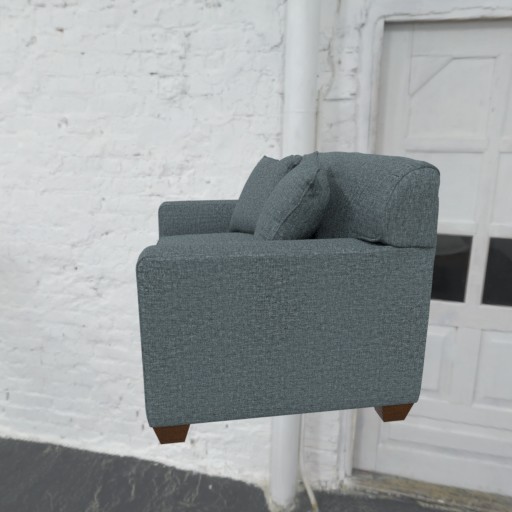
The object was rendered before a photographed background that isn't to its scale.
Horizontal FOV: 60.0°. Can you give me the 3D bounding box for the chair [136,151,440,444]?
[{"bbox_3d":[0.000,0.000,2.051,1.000,0.948,1.383,-2,14,-9],"label":"chair"}]
